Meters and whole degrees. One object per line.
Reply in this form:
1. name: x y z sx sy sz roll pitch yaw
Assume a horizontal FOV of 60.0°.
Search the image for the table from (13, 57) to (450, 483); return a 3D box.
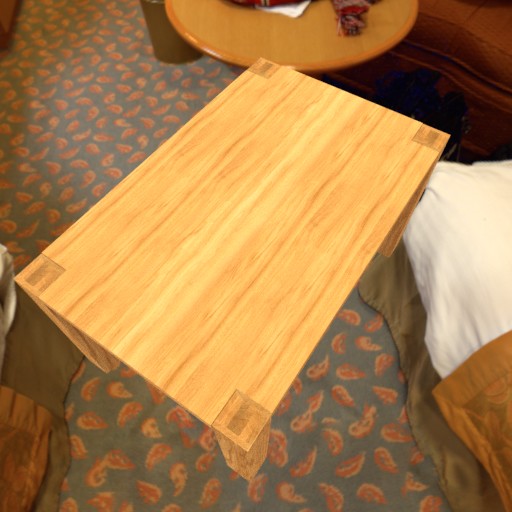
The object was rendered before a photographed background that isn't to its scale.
1. table: 0.000 0.000 1.890 0.900 0.760 1.400 30 62 18
